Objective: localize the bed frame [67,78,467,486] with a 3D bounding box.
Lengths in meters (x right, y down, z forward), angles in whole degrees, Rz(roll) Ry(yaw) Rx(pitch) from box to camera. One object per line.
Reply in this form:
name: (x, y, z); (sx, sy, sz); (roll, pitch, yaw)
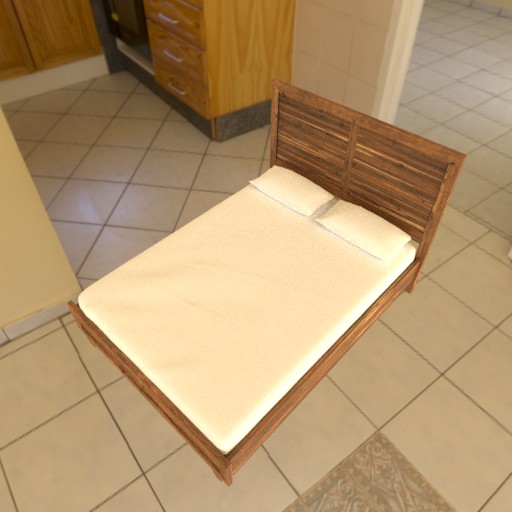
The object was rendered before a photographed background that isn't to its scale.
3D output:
bed frame: (0.000, 0.000, 3.267); (1.696, 1.417, 2.276); (34, 55, 29)
